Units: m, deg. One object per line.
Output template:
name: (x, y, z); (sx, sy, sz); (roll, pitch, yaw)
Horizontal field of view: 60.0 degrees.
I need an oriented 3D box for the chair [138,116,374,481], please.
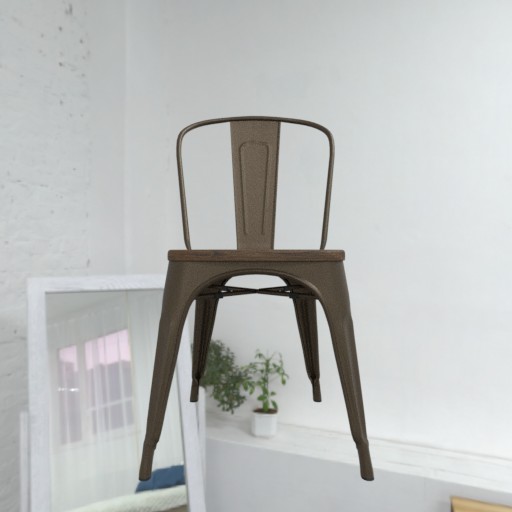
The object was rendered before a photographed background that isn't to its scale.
chair: (0.000, 0.000, 1.097); (0.451, 0.844, 0.532); (0, 1, 0)
